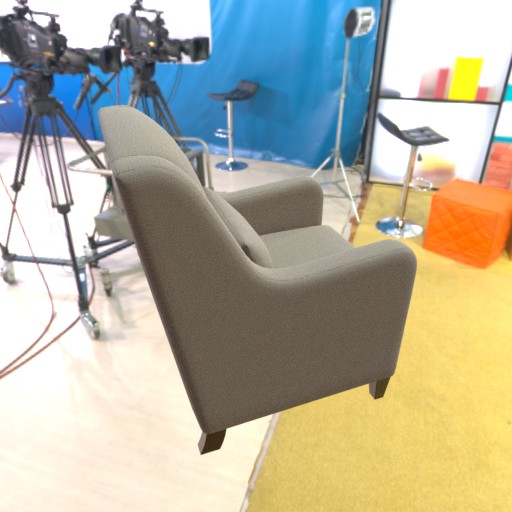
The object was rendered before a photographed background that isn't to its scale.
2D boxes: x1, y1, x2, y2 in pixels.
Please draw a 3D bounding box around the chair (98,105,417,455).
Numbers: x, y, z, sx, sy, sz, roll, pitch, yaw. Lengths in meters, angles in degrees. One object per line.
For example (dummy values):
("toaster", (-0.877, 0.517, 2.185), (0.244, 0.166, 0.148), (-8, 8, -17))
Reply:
("chair", (0.000, 0.000, 1.579), (0.896, 1.017, 0.715), (-10, 31, -17))
